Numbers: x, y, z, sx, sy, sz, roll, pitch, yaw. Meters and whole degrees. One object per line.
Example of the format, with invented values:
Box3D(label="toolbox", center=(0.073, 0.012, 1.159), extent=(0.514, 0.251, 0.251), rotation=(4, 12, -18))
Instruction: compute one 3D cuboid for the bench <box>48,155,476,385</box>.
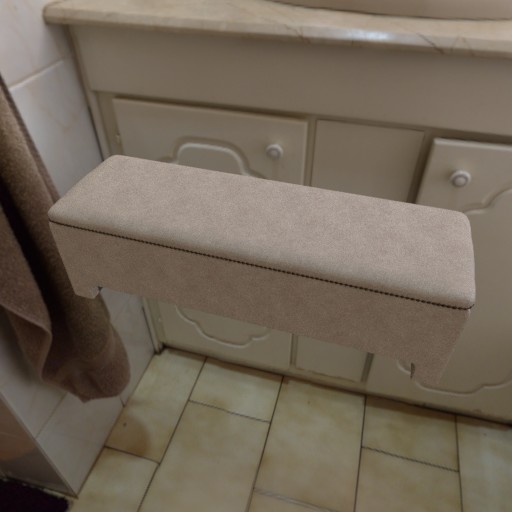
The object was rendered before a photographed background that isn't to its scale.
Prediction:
Box3D(label="bench", center=(0.000, 0.000, 1.729), extent=(1.482, 0.447, 0.470), rotation=(12, 43, 13))
